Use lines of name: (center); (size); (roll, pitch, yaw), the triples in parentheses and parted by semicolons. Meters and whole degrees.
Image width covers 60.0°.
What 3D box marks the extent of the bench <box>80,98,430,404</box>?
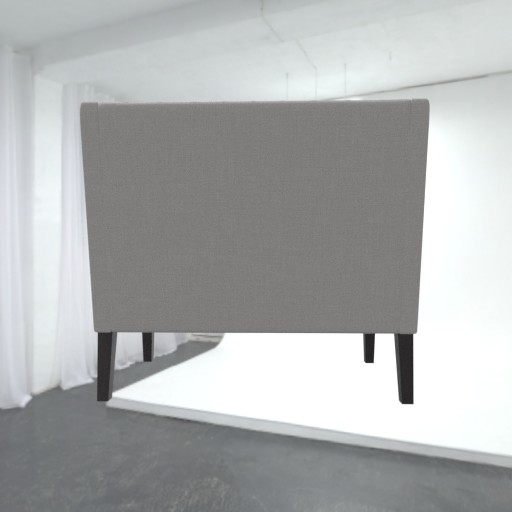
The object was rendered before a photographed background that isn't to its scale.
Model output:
bench: (0.000, 0.000, 2.004); (1.280, 1.123, 0.847); (0, 0, 2)
